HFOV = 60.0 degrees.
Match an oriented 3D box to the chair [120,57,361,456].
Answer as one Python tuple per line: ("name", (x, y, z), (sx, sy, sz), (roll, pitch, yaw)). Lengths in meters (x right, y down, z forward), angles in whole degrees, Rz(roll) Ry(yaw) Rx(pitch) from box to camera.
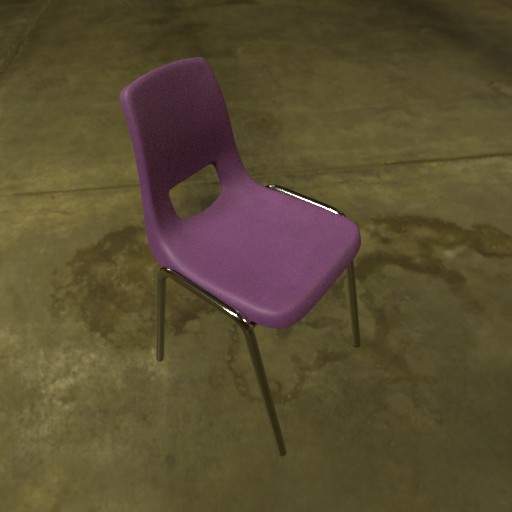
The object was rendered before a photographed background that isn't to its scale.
("chair", (0.000, 0.000, 0.947), (0.432, 0.704, 0.381), (27, 49, 26))
